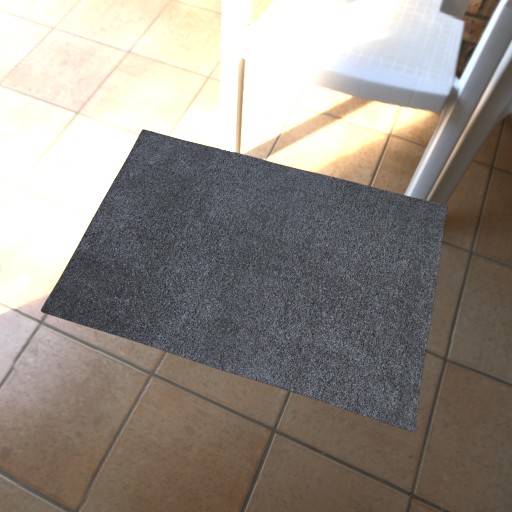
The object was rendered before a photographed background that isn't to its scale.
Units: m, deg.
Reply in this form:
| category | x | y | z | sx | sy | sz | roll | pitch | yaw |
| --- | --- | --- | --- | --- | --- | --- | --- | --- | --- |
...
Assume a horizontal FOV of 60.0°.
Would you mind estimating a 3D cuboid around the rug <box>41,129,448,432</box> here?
| category | x | y | z | sx | sy | sz | roll | pitch | yaw |
| --- | --- | --- | --- | --- | --- | --- | --- | --- | --- |
| rug | 0.000 | 0.000 | 3.405 | 2.699 | 0.026 | 1.802 | 16 | 65 | 8 |
